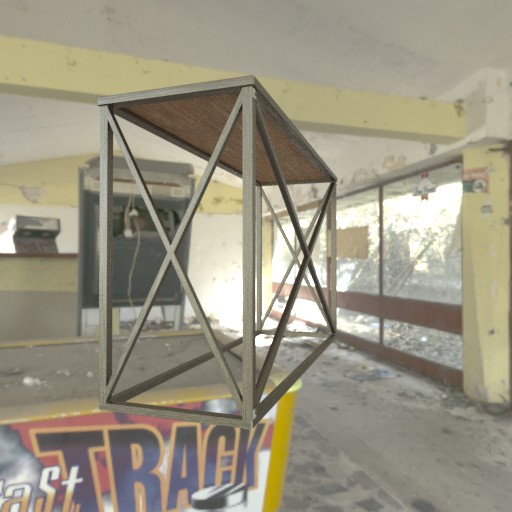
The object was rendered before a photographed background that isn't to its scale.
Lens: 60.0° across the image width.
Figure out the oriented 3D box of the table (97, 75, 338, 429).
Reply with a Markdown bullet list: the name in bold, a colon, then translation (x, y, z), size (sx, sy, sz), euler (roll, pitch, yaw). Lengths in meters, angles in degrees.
- **table**: translation (0.000, 0.000, 1.577), size (0.402, 0.753, 1.216), euler (0, -1, 19)
